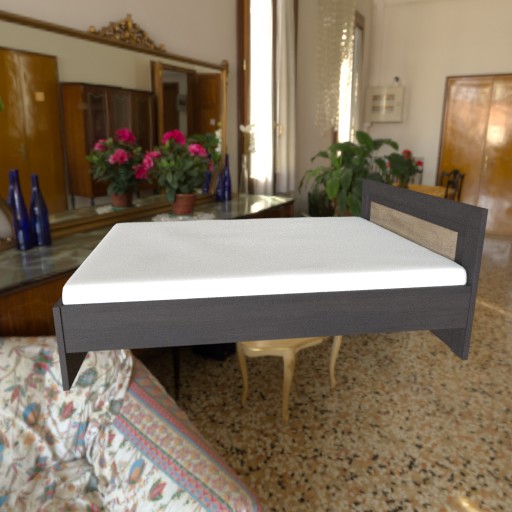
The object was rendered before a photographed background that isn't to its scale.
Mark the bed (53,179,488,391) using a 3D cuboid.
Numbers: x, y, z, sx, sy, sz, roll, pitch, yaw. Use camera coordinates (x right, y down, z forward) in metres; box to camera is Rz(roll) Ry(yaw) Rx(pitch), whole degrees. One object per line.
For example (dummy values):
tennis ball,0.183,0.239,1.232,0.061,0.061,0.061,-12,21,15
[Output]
bed,0.000,0.000,2.893,2.073,0.823,1.585,-2,15,-8
